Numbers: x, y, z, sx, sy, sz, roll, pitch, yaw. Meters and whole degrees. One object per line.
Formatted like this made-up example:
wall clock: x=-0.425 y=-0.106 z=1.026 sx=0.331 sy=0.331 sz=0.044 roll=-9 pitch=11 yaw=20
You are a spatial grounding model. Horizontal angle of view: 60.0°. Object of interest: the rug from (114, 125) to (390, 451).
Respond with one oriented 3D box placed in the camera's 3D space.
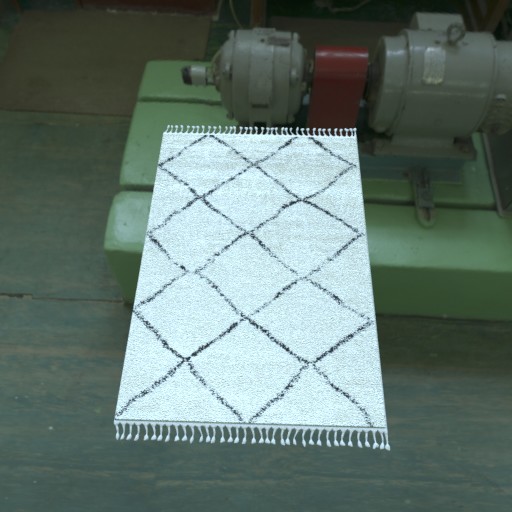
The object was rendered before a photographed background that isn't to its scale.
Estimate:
rug: x=0.000 y=0.000 z=2.908 sx=1.494 sy=0.031 sz=2.307 roll=1 pitch=62 yaw=1
